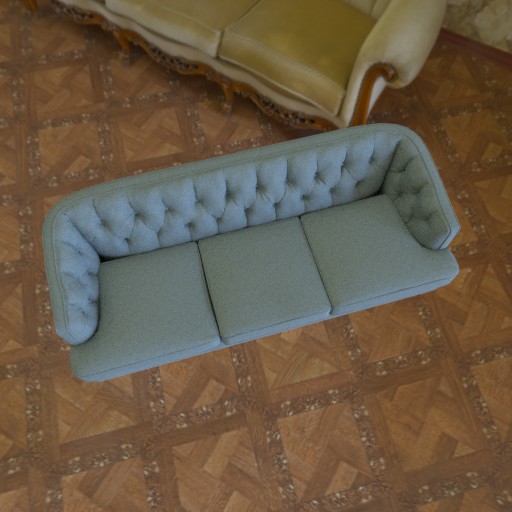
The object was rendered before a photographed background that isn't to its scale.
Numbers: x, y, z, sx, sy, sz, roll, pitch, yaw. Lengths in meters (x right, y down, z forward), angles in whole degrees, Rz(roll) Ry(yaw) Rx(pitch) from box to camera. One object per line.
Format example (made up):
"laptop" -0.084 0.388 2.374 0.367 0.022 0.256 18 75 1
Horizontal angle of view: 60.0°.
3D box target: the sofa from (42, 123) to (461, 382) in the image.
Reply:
"sofa" 0.000 0.000 2.690 2.278 0.855 0.941 -14 66 -7
